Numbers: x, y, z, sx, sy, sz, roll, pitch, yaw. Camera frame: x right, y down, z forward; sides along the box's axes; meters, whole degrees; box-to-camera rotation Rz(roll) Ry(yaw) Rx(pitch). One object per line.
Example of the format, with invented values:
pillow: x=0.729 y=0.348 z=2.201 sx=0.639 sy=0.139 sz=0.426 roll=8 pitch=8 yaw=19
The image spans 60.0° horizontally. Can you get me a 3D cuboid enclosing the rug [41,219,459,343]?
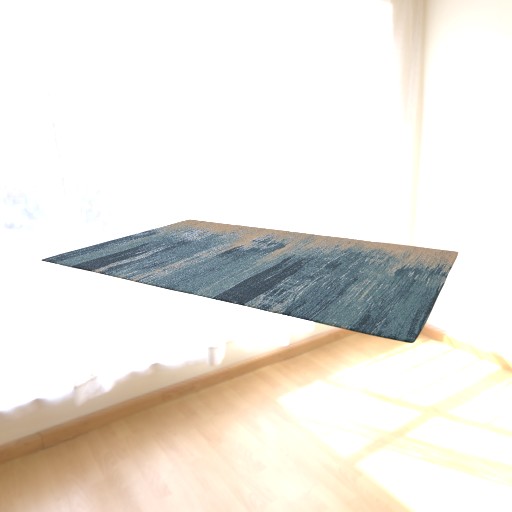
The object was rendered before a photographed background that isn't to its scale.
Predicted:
rug: x=0.000 y=0.000 z=2.318 sx=1.836 sy=0.009 sz=1.232 roll=9 pitch=18 yaw=28
